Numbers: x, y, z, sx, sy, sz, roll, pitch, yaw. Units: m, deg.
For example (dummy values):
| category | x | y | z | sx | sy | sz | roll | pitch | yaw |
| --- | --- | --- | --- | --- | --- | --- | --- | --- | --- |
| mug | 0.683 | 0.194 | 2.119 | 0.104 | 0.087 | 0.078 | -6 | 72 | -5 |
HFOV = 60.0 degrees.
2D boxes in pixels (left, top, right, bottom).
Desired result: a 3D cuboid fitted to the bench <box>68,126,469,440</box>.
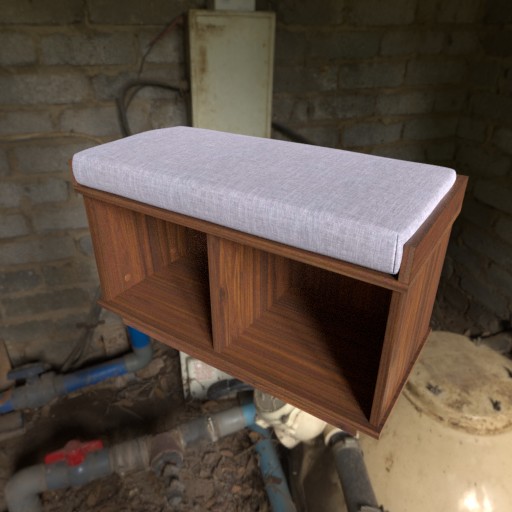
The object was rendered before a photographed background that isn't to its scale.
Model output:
| category | x | y | z | sx | sy | sz | roll | pitch | yaw |
| --- | --- | --- | --- | --- | --- | --- | --- | --- | --- |
| bench | 0.000 | 0.000 | 0.988 | 0.734 | 0.461 | 0.362 | 18 | 33 | 29 |
